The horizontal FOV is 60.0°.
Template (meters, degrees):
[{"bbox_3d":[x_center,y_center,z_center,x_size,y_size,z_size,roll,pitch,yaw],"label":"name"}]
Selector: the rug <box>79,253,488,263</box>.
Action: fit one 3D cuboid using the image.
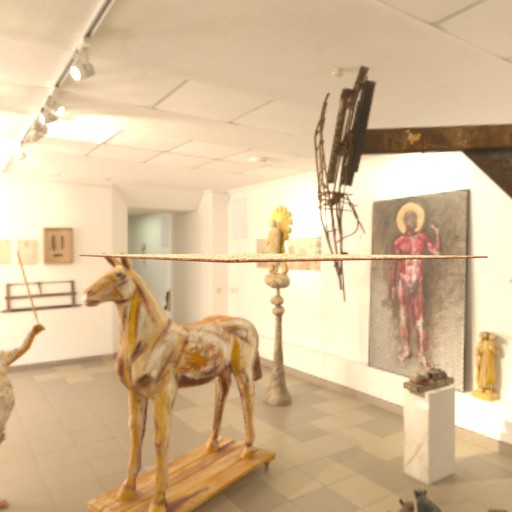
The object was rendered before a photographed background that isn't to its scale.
[{"bbox_3d":[0.000,0.000,4.123,2.441,0.016,3.050,-1,1,-35],"label":"rug"}]
